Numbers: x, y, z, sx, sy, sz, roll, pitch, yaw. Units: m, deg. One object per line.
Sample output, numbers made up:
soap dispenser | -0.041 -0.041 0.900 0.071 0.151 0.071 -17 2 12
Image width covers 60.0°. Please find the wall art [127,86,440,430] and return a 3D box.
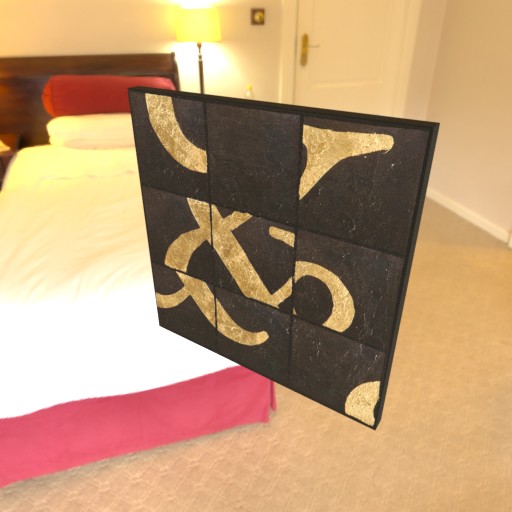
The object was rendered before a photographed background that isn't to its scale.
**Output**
wall art | 0.000 0.000 1.138 0.758 0.758 0.044 18 34 29
